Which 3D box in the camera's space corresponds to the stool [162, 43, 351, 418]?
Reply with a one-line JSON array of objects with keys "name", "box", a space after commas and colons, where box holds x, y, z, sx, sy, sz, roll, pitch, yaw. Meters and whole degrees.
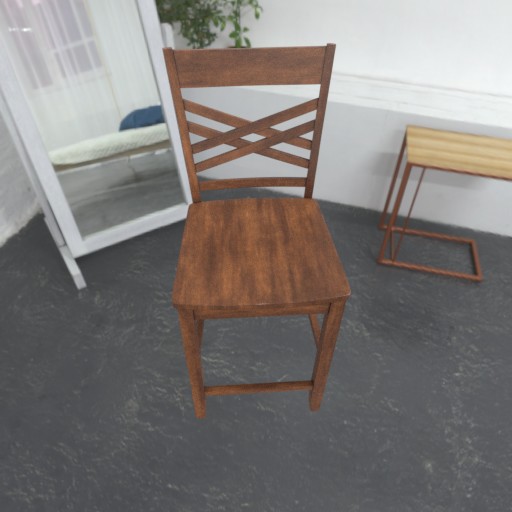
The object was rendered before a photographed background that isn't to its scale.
[{"name": "stool", "box": [0.000, 0.000, 1.375, 0.462, 1.079, 0.539, -3, 45, -3]}]
